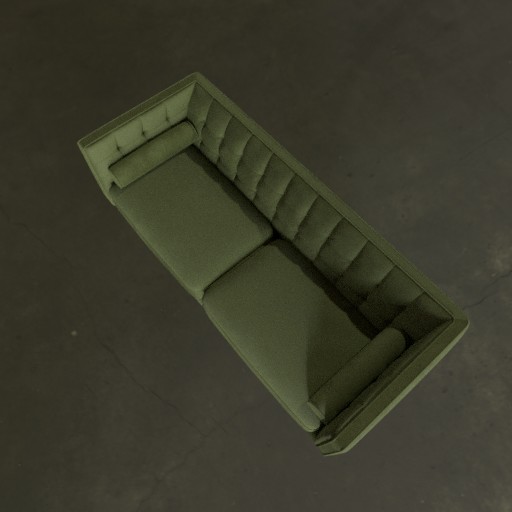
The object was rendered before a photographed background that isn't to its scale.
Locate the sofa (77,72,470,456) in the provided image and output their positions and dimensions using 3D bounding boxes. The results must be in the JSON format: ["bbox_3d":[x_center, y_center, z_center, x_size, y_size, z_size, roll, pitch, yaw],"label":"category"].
[{"bbox_3d":[0.000,0.000,2.548,0.867,0.789,2.087,-38,70,-16],"label":"sofa"}]
